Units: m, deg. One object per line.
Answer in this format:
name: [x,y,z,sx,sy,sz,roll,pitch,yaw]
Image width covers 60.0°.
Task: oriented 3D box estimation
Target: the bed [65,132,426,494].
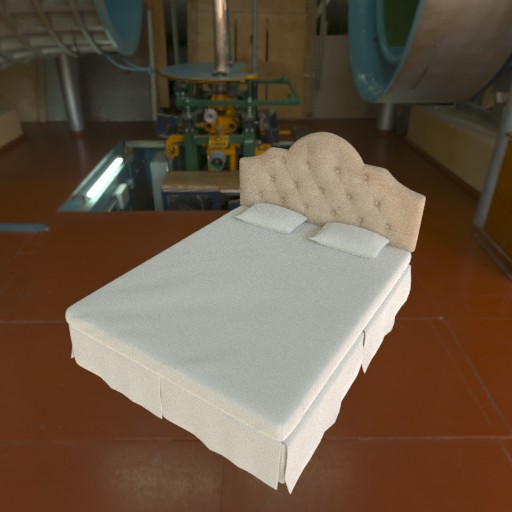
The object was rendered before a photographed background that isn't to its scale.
bed: [0.000,0.000,2.911,1.667,1.194,1.970,19,35,28]
